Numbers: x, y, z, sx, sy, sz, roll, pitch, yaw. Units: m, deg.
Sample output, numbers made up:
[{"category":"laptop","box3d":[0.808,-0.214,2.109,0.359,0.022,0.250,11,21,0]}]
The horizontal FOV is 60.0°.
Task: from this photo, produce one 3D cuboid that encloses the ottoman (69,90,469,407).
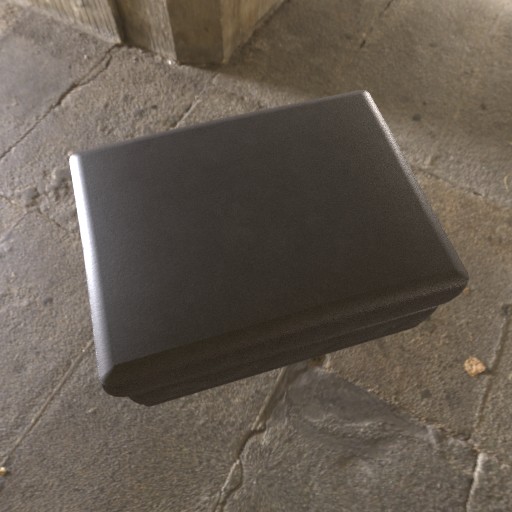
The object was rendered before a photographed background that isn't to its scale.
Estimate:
[{"category":"ottoman","box3d":[0.000,0.000,1.194,0.795,0.498,0.590,-15,65,-7]}]
